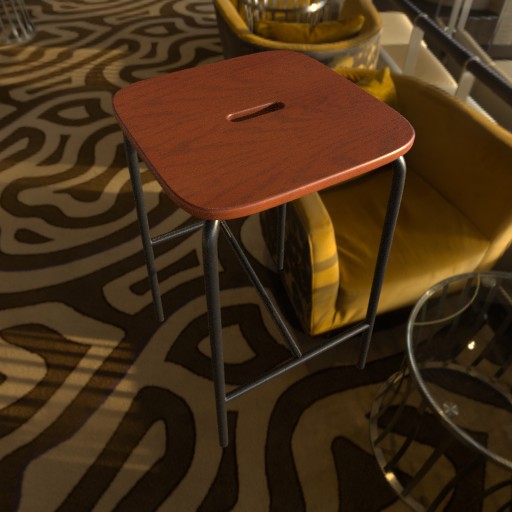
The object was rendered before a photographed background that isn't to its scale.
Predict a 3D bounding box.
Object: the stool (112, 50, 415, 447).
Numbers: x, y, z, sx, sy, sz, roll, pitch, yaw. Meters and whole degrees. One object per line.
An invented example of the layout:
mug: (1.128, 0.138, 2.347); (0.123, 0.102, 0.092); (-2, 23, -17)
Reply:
stool: (0.000, 0.000, 0.861); (0.376, 0.610, 0.376); (-23, 51, -20)
